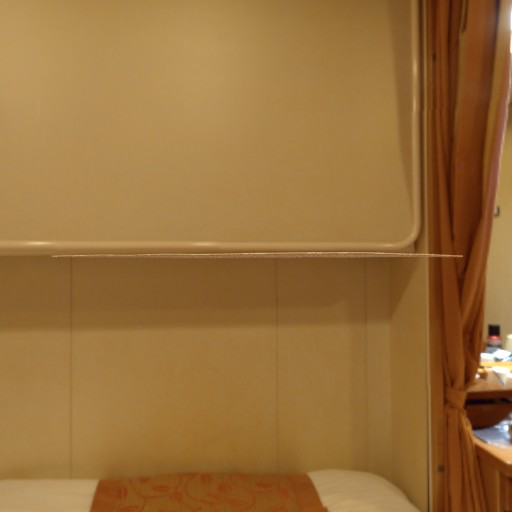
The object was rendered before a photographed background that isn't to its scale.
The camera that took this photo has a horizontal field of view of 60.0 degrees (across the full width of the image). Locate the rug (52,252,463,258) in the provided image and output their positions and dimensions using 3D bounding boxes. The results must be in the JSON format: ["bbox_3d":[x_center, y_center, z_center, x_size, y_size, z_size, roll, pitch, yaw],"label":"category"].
[{"bbox_3d":[0.000,0.000,4.443,3.365,0.020,2.452,0,-1,37],"label":"rug"}]
